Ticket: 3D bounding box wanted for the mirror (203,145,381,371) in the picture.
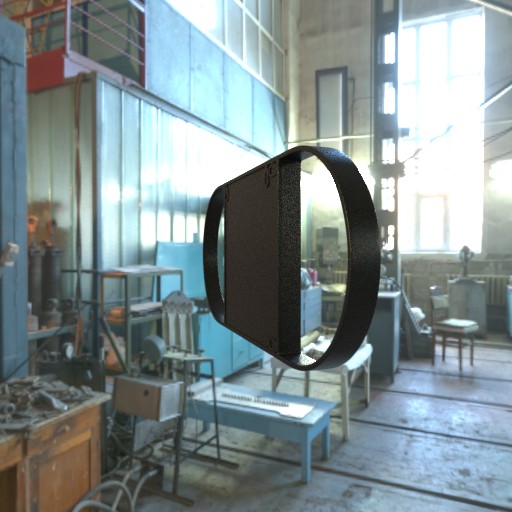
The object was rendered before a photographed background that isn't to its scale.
[{"bbox_3d":[0.000,0.000,0.670,0.032,0.254,0.584,0,1,-20],"label":"mirror"}]
